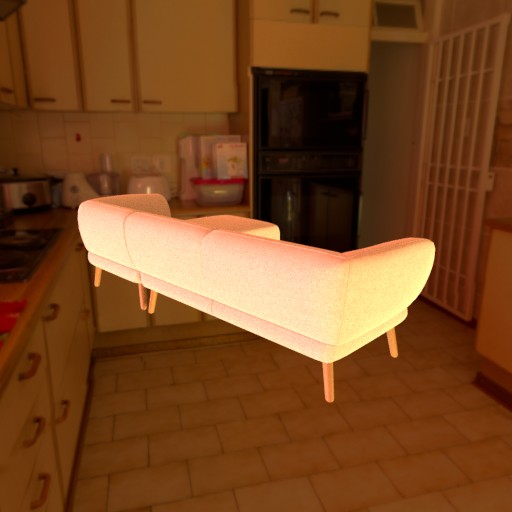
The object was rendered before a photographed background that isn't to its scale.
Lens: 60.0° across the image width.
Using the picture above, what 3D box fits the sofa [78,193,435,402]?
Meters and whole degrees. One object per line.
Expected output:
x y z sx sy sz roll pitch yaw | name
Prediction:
0.000 0.000 3.257 2.660 0.730 1.610 14 21 43 | sofa
